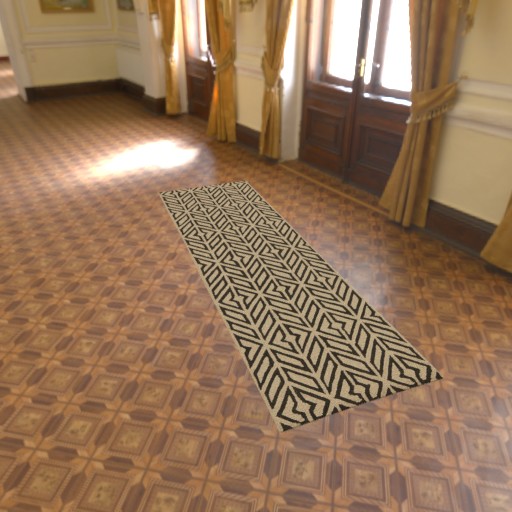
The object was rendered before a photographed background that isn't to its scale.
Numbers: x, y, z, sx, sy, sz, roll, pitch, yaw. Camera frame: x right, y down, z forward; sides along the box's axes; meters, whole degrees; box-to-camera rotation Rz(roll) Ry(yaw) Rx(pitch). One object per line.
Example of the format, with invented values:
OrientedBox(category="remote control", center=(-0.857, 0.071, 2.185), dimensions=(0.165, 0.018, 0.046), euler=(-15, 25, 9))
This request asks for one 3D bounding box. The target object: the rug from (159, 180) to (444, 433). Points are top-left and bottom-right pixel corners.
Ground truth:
OrientedBox(category="rug", center=(0.000, 0.000, 2.712), dimensions=(0.750, 0.009, 2.435), euler=(-11, 32, -18))
